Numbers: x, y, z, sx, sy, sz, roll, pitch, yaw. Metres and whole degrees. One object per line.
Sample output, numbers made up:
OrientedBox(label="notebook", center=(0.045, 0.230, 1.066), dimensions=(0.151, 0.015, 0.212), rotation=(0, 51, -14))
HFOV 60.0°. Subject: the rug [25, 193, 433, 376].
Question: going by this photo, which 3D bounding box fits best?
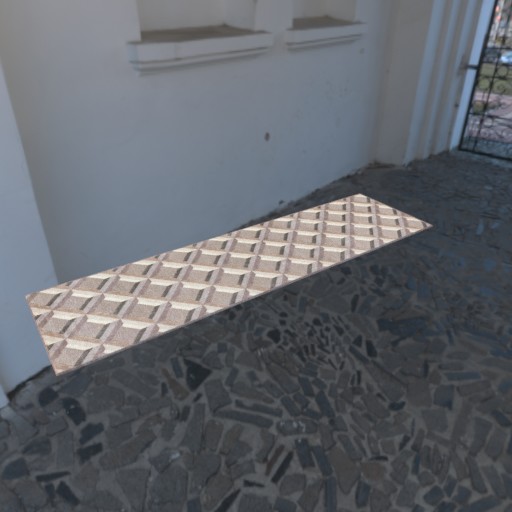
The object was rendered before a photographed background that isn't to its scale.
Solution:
OrientedBox(label="rug", center=(0.000, 0.000, 2.646), dimensions=(2.437, 0.013, 0.685), rotation=(-19, 35, -29))
